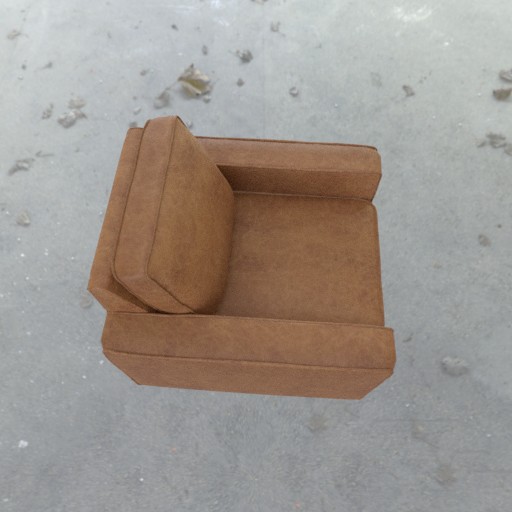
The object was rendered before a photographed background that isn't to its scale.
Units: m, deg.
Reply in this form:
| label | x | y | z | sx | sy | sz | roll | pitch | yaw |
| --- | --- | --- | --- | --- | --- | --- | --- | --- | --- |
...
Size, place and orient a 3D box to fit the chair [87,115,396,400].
| label | x | y | z | sx | sy | sz | roll | pitch | yaw |
| --- | --- | --- | --- | --- | --- | --- | --- | --- | --- |
| chair | 0.000 | 0.000 | 1.775 | 1.027 | 0.901 | 0.987 | 1 | 63 | 0 |
